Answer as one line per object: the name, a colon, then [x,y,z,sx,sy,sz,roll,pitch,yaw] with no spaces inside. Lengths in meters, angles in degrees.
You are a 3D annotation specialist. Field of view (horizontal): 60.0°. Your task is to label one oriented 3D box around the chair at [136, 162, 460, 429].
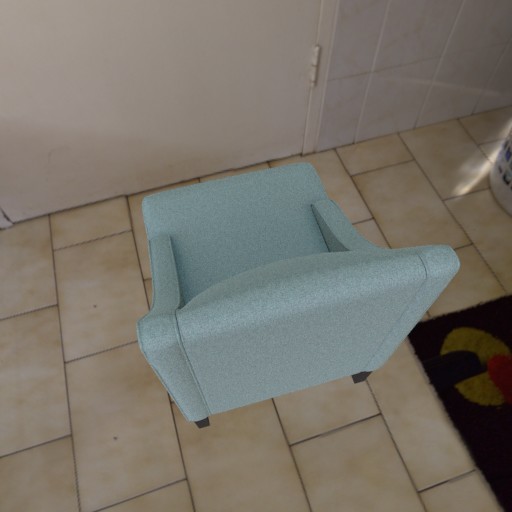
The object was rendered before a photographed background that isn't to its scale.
chair: [0.000,0.000,1.830,0.857,1.133,1.025,-13,60,-8]
